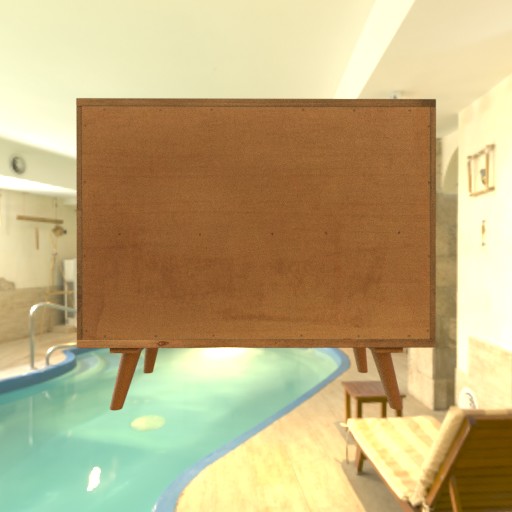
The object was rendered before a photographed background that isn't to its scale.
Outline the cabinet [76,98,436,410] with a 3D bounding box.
[{"bbox_3d":[0.000,0.000,1.523,1.023,0.897,0.529,0,0,0],"label":"cabinet"}]
